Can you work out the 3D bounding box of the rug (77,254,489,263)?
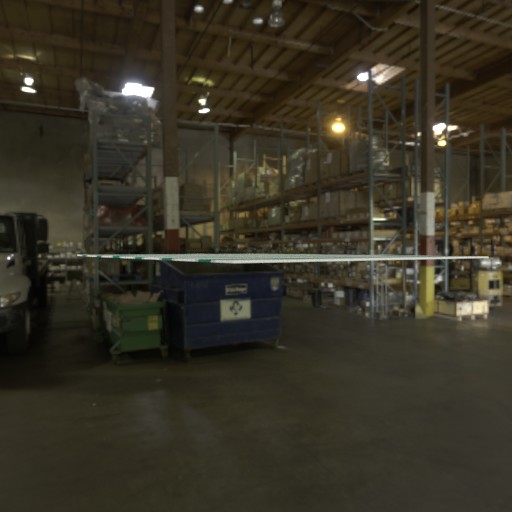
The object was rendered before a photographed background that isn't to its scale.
[{"bbox_3d":[0.000,0.000,4.086,2.434,0.019,3.041,-1,1,-35],"label":"rug"}]
